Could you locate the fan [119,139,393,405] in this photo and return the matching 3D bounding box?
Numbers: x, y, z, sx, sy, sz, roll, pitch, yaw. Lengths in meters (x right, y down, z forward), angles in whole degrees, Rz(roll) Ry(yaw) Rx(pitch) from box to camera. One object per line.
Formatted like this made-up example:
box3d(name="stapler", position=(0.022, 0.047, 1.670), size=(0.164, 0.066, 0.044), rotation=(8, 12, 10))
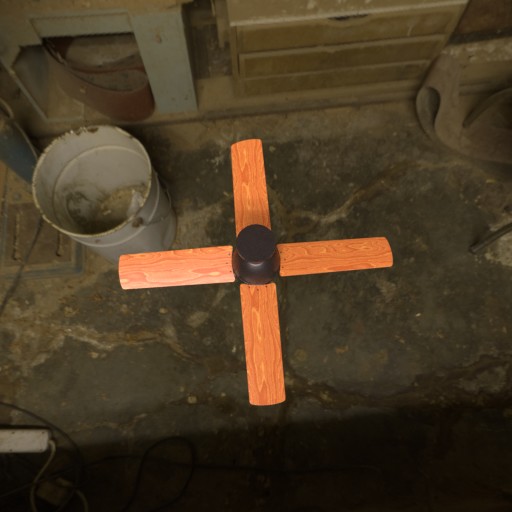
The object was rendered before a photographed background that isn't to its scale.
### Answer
box3d(name="fan", position=(0.000, 0.000, 2.068), size=(1.332, 0.403, 1.332), rotation=(-4, 74, -1))
